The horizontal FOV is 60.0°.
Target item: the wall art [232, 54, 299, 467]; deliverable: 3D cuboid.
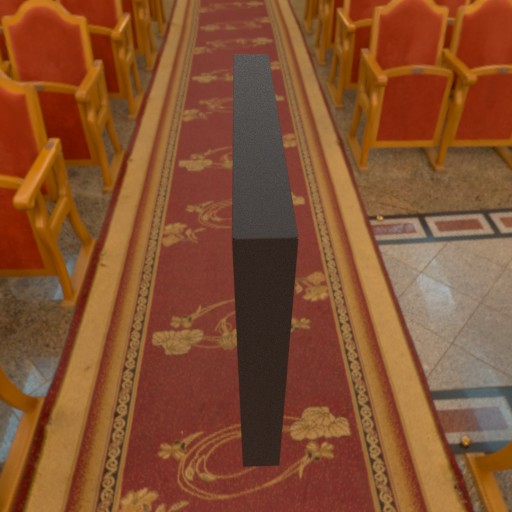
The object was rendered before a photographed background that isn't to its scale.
[{"bbox_3d":[0.000,0.000,0.463,0.037,0.305,0.305,-1,42,-1],"label":"wall art"}]
